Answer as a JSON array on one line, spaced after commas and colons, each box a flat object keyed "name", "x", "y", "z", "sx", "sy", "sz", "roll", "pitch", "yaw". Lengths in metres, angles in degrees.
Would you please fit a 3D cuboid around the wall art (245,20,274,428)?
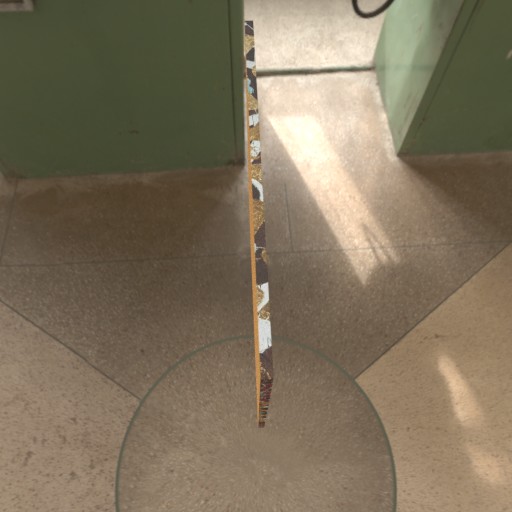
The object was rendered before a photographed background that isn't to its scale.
[{"name": "wall art", "x": 0.000, "y": 0.000, "z": 0.603, "sx": 0.010, "sy": 0.406, "sz": 0.404, "roll": -2, "pitch": 64, "yaw": -1}]
